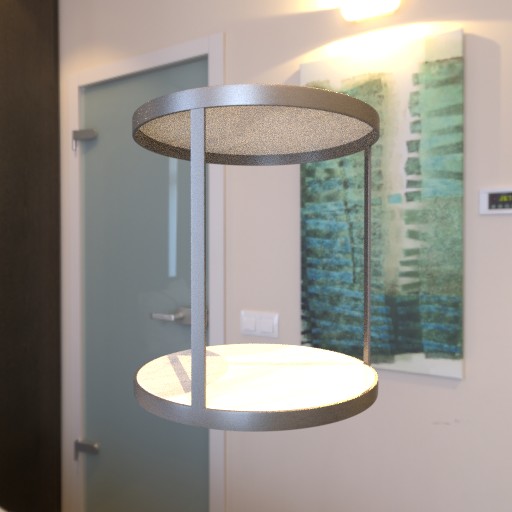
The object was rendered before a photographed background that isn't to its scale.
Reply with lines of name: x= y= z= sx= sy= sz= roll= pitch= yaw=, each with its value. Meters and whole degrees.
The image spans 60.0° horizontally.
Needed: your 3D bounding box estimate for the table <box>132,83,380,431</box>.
table: x=0.000 y=0.000 z=0.831 sx=0.445 sy=0.479 sz=0.445 roll=0 pitch=1 yaw=0
